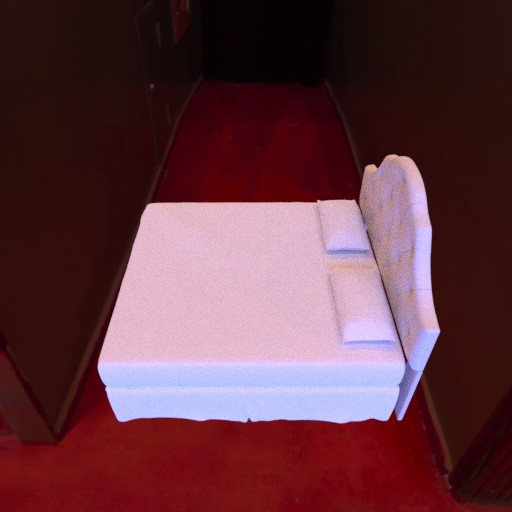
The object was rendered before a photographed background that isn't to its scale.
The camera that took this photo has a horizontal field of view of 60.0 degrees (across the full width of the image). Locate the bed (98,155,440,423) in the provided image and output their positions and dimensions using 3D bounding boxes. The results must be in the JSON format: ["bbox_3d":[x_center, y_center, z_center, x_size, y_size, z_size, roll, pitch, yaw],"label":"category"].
[{"bbox_3d":[0.000,0.000,3.560,2.214,1.615,2.008,0,42,0],"label":"bed"}]
